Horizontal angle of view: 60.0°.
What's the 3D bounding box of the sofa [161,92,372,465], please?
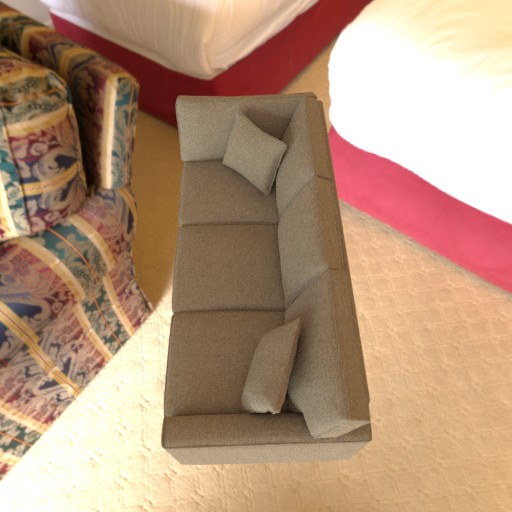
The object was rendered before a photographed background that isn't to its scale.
[{"bbox_3d":[0.000,0.000,2.832,1.061,0.962,2.317,-1,58,-1],"label":"sofa"}]
